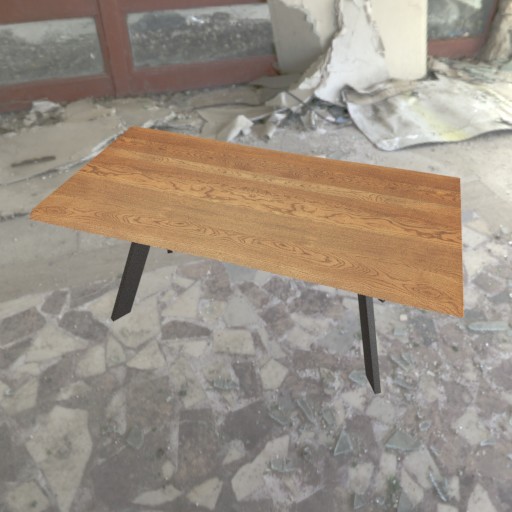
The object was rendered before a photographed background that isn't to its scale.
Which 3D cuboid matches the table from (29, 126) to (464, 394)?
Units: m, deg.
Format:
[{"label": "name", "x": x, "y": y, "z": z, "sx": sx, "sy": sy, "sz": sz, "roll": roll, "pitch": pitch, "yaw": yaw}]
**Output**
[{"label": "table", "x": 0.000, "y": 0.000, "z": 2.282, "sx": 1.800, "sy": 0.770, "sz": 0.900, "roll": 12, "pitch": 43, "yaw": 13}]
